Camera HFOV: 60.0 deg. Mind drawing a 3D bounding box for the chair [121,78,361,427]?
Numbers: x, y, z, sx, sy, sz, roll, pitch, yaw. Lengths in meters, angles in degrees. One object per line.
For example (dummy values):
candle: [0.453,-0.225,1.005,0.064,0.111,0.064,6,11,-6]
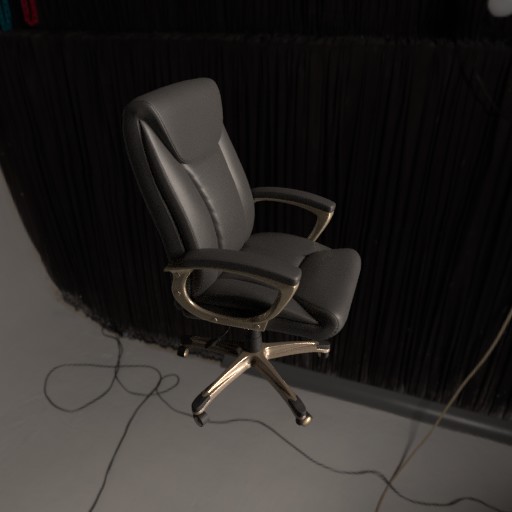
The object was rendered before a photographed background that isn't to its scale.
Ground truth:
chair: [0.000,0.000,1.660,0.748,1.188,0.694,10,31,17]
